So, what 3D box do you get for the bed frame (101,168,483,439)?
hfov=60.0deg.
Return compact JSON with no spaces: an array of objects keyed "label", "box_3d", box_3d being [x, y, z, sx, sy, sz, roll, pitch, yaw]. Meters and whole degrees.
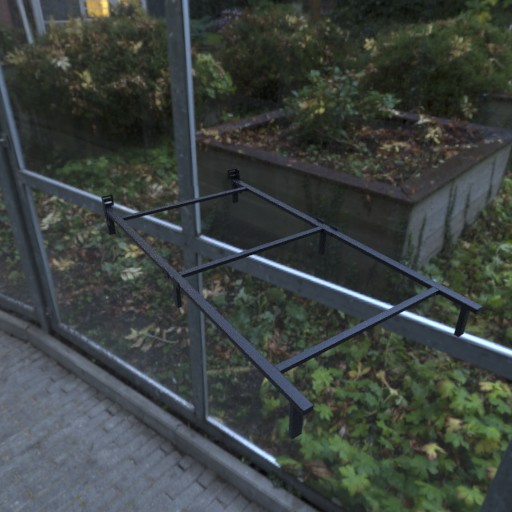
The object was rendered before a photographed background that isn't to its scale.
[{"label":"bed frame","box_3d":[0.000,0.000,2.287,0.968,0.248,1.897,-19,34,-30]}]
